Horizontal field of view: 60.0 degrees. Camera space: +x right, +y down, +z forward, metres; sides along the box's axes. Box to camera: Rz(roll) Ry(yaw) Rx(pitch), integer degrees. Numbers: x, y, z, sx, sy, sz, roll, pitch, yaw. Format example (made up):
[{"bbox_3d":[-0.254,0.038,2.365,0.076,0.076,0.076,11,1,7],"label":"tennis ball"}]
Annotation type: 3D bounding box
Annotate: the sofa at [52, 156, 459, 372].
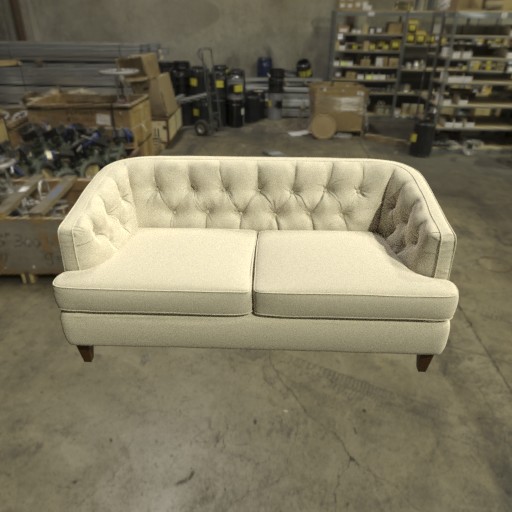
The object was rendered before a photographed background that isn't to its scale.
[{"bbox_3d":[0.000,0.000,2.271,1.733,0.855,0.941,1,29,2],"label":"sofa"}]
